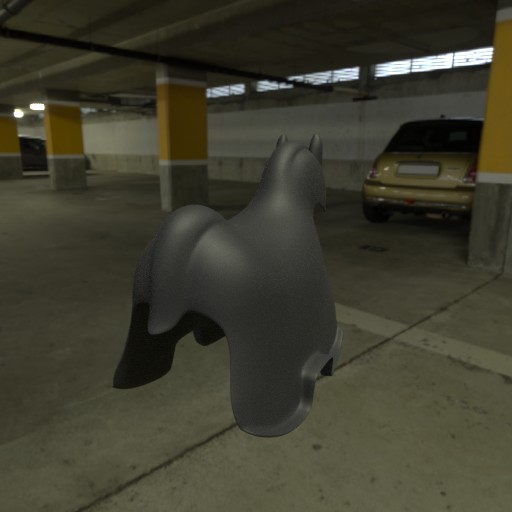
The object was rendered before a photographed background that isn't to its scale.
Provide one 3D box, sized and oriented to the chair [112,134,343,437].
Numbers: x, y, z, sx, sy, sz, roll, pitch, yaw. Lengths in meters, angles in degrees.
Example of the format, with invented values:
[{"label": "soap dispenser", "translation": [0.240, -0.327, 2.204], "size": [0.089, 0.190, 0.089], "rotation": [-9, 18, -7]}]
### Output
[{"label": "chair", "translation": [0.000, 0.000, 1.128], "size": [0.429, 0.612, 0.800], "rotation": [7, 15, 27]}]
